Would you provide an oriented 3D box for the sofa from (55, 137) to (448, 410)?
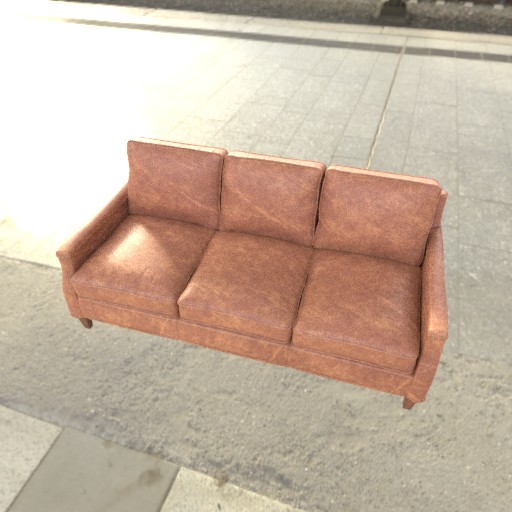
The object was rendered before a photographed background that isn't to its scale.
[{"bbox_3d":[0.000,0.000,2.815,2.246,1.003,1.084,11,42,12],"label":"sofa"}]
